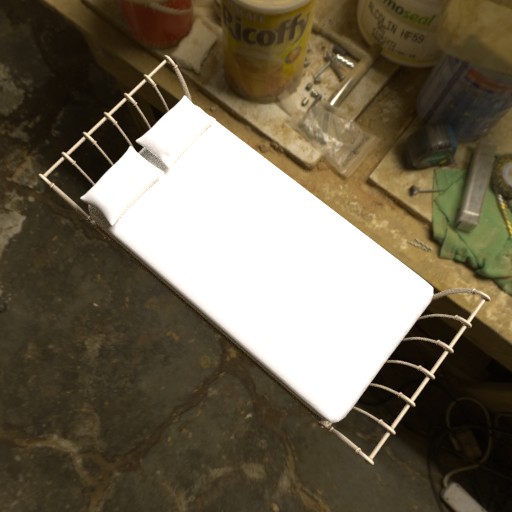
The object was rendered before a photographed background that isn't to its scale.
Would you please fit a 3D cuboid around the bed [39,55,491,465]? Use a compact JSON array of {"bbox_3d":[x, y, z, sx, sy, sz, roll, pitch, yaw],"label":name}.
[{"bbox_3d":[0.000,0.000,2.701,2.228,0.873,1.032,39,78,10],"label":"bed"}]
